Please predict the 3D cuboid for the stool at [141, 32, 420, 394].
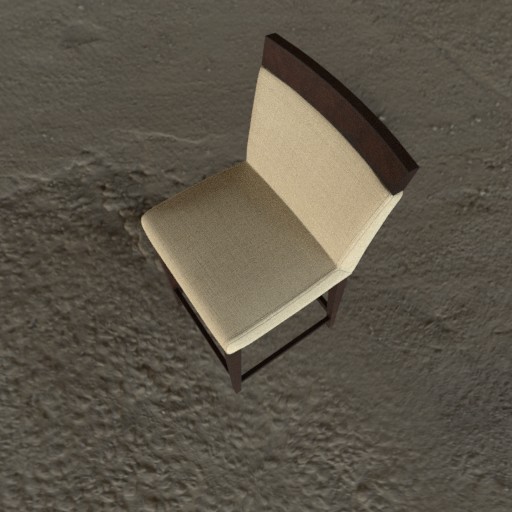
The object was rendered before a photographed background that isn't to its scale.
[{"bbox_3d":[0.000,0.000,1.438,0.531,1.117,0.511,-32,68,-15],"label":"stool"}]
